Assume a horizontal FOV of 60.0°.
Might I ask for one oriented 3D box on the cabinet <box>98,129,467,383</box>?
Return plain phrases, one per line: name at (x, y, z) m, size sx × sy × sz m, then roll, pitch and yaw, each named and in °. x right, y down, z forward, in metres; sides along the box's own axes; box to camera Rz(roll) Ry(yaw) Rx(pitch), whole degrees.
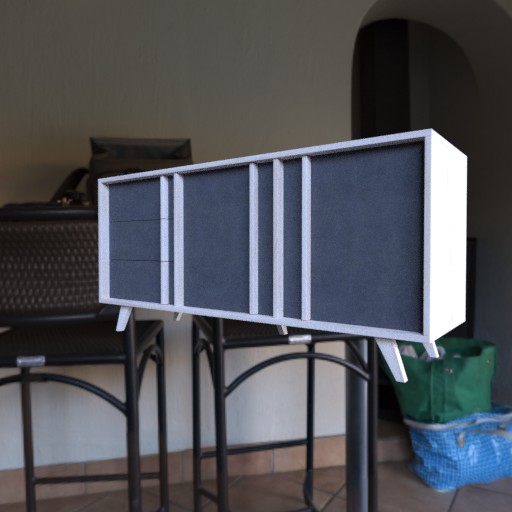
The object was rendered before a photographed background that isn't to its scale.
cabinet at (0.000, 0.000, 2.003) m, size 1.650 × 0.780 × 0.500 m, roll 1°, pitch 1°, yaw 36°
